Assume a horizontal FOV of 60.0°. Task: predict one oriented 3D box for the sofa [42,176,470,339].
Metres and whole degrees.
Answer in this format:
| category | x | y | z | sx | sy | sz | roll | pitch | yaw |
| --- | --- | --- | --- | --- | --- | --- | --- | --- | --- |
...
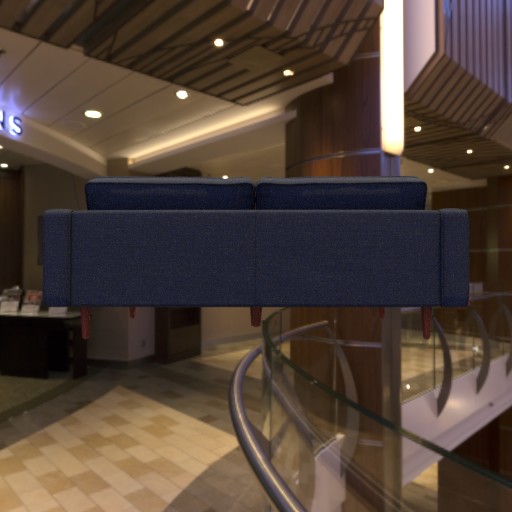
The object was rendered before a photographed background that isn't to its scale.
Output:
| category | x | y | z | sx | sy | sz | roll | pitch | yaw |
| --- | --- | --- | --- | --- | --- | --- | --- | --- | --- |
| sofa | 0.000 | 0.000 | 2.385 | 1.880 | 0.762 | 0.914 | 0 | -1 | 1 |
